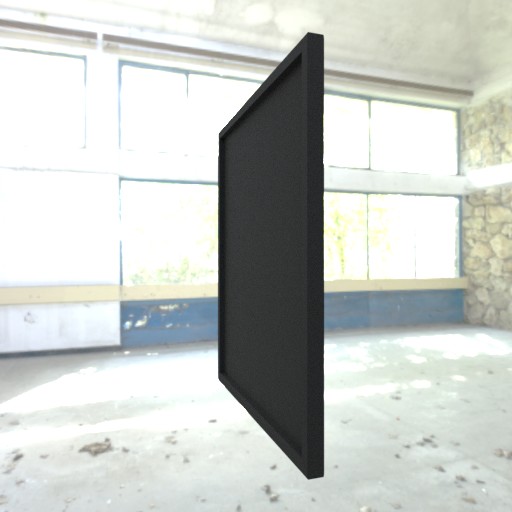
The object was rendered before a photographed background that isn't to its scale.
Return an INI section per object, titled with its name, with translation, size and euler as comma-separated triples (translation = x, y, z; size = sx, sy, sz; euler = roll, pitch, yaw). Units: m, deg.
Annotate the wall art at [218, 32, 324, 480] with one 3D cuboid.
[wall art]
translation = 0.000, 0.000, 0.710
size = 0.021, 0.508, 0.432
euler = 0, 0, -18
